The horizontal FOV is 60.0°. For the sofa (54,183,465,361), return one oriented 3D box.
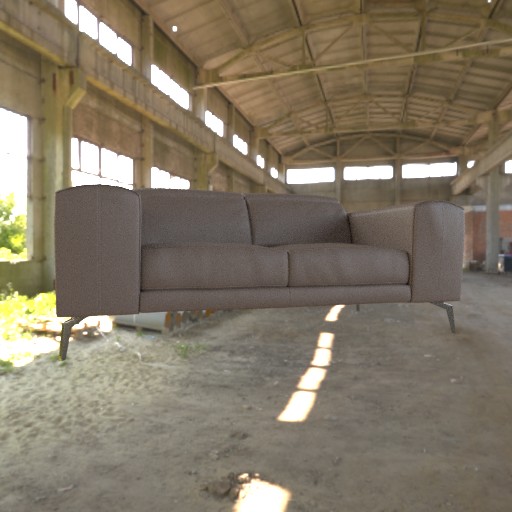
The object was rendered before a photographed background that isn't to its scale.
[{"bbox_3d":[0.000,0.000,2.360,1.895,0.779,1.003,0,0,-19],"label":"sofa"}]
